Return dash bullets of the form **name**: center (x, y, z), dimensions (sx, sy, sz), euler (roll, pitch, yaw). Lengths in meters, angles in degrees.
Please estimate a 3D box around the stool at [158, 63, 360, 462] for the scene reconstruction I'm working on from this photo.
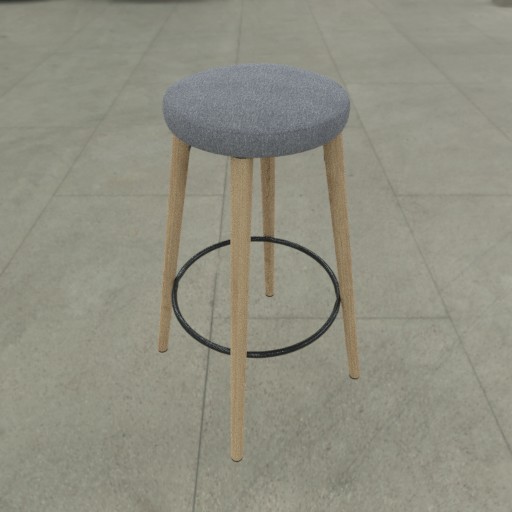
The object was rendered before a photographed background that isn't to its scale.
- **stool**: center (0.000, 0.000, 0.988), dimensions (0.410, 0.770, 0.410), euler (-25, 46, -26)
